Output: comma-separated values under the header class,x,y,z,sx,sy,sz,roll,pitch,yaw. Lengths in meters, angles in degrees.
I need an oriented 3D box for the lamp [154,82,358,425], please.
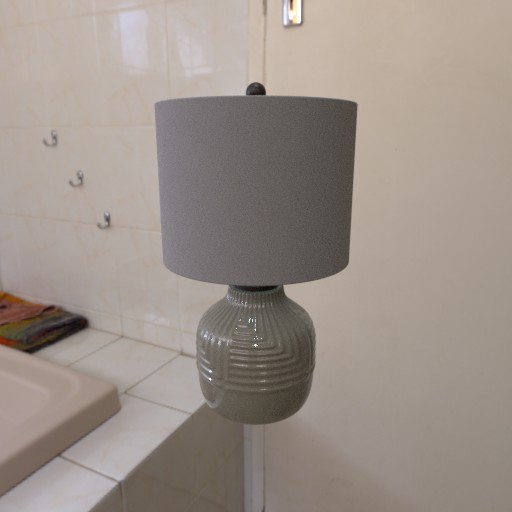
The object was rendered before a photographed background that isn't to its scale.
class,x,y,z,sx,sy,sz,roll,pitch,yaw
lamp,0.000,0.000,0.772,0.318,0.567,0.318,0,15,0
